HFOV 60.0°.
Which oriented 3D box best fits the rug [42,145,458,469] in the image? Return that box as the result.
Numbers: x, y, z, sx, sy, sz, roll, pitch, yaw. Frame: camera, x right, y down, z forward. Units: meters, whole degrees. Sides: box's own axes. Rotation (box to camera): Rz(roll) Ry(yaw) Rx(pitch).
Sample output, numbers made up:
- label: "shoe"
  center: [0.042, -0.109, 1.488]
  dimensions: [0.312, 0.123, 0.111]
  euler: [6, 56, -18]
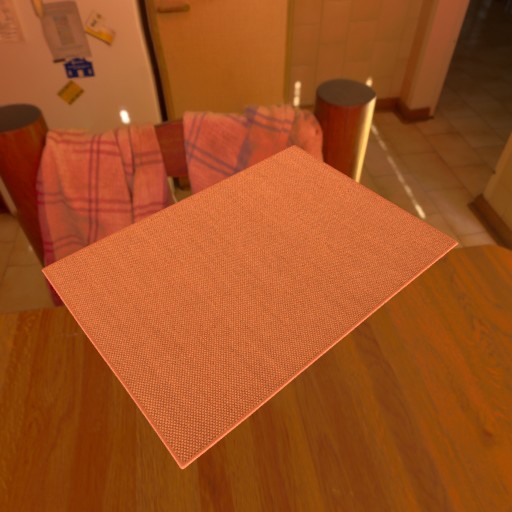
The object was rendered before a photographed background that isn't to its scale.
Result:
- label: "rug"
  center: [0.000, 0.000, 2.769]
  dimensions: [2.134, 0.013, 1.524]
  euler: [-32, 54, -27]
